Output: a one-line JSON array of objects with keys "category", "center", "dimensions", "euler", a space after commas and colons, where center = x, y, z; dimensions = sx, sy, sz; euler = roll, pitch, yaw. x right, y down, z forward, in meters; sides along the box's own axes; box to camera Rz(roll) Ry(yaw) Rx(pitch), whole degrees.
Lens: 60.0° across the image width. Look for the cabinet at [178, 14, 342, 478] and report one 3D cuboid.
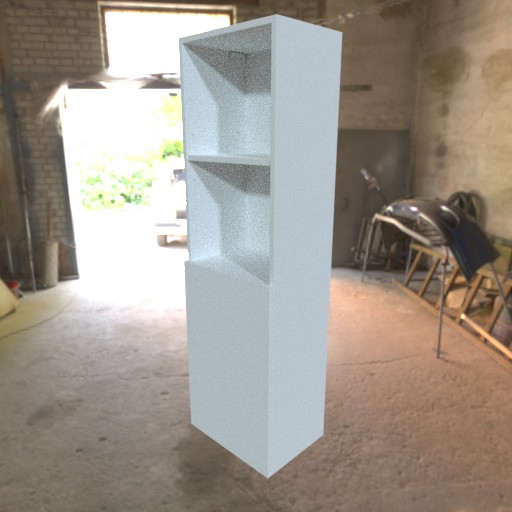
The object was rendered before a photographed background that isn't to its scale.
[{"category": "cabinet", "center": [0.000, 0.000, 1.484], "dimensions": [0.400, 1.350, 0.300], "euler": [15, 21, 42]}]
